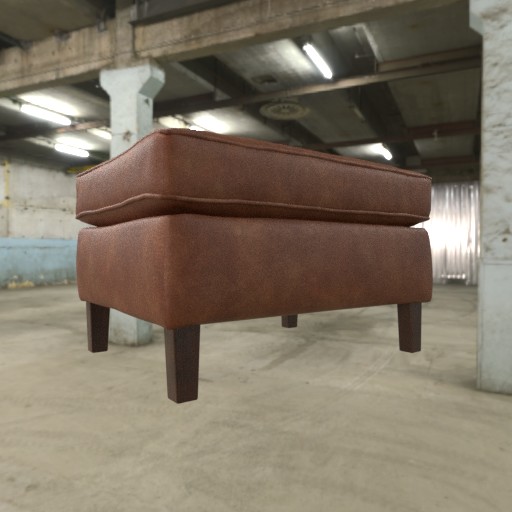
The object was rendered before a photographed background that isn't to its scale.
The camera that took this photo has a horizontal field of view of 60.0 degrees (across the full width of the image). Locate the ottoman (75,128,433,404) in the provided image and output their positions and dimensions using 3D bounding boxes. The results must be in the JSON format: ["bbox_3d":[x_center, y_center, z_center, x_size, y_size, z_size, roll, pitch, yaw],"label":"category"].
[{"bbox_3d":[0.000,0.000,0.975,0.665,0.418,0.501,0,0,-36],"label":"ottoman"}]
